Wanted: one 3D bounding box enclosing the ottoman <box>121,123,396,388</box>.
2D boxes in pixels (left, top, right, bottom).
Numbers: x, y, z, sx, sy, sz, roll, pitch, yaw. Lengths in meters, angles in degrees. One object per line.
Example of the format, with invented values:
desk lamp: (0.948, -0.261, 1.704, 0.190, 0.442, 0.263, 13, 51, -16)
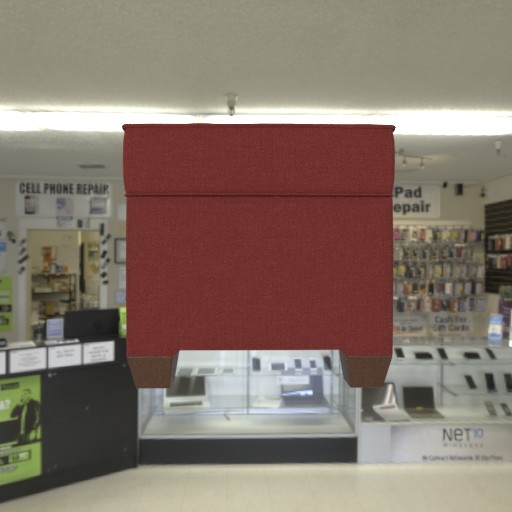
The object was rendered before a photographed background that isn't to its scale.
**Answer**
ottoman: (0.000, 0.000, 1.207, 0.497, 0.454, 0.948, 0, 0, -1)
